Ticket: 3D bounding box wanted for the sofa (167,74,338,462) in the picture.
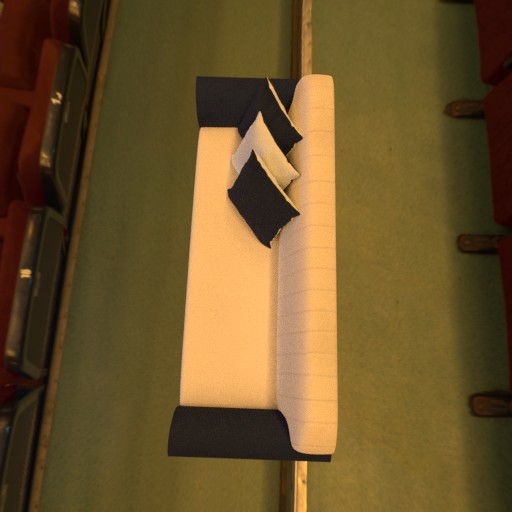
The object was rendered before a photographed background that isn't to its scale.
[{"bbox_3d":[0.000,0.000,2.429,0.749,0.789,2.006,2,76,0],"label":"sofa"}]
